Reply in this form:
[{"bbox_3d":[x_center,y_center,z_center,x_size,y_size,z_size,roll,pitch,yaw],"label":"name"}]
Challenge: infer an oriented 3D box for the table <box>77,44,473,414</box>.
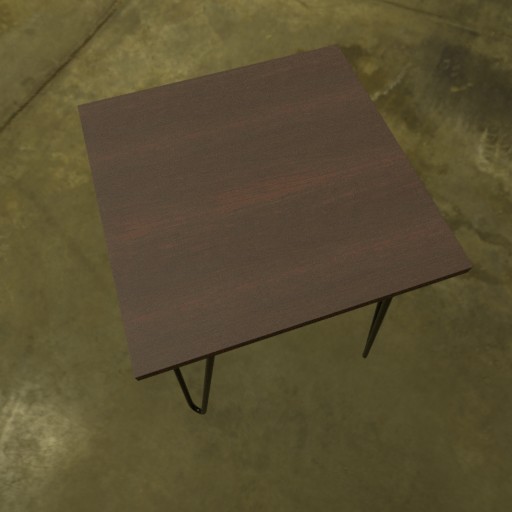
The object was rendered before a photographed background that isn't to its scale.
[{"bbox_3d":[0.000,0.000,0.958,0.495,0.559,0.495,-17,65,-8],"label":"table"}]
